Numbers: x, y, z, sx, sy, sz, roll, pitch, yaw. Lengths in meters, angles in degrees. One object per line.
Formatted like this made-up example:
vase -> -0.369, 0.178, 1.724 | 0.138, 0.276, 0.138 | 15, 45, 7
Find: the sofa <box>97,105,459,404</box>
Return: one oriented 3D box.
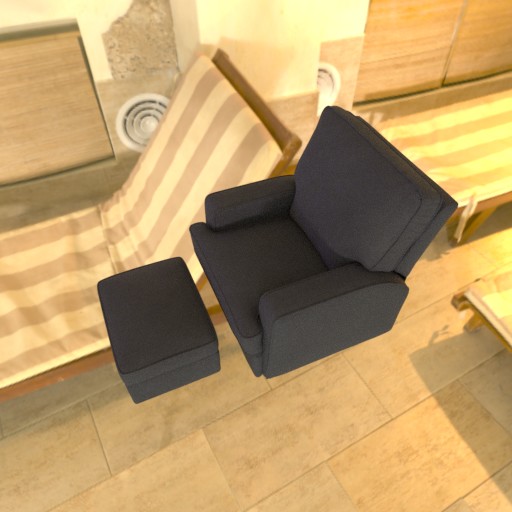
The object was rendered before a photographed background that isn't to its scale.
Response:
sofa -> 0.000, 0.000, 2.073 | 1.472, 0.959, 0.861 | -18, 50, -16
